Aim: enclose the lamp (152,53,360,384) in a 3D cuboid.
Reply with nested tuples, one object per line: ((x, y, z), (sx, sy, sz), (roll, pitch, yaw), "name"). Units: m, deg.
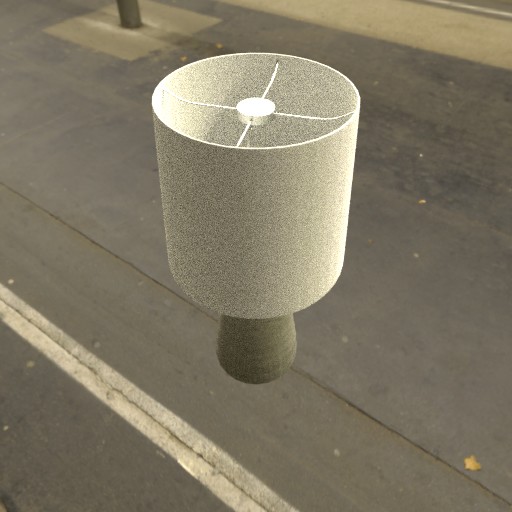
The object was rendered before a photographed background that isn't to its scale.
((0.000, 0.000, 0.484), (0.186, 0.369, 0.186), (0, 45, 0), "lamp")
